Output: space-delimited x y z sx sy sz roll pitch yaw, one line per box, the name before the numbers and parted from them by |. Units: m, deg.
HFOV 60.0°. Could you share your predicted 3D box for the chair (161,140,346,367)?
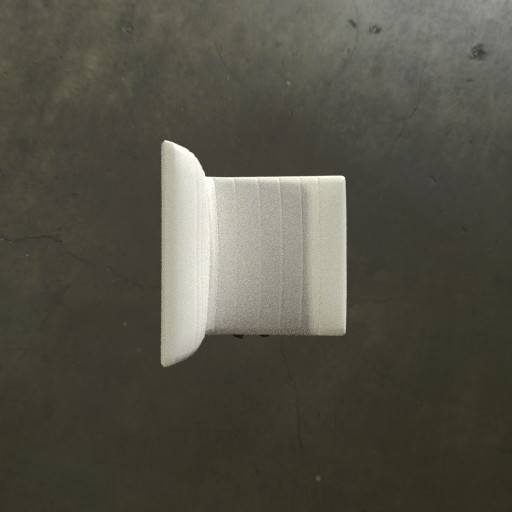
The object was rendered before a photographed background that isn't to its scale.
chair | 0.000 0.000 1.137 0.530 0.780 0.556 0 89 0
